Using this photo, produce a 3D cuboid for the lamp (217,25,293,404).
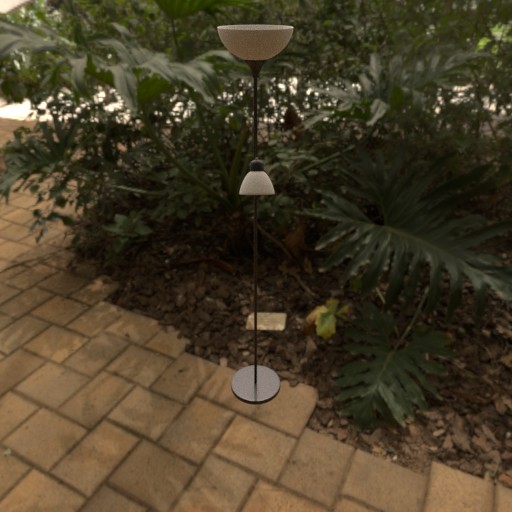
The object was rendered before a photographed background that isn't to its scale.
[{"bbox_3d":[0.000,0.000,1.973,0.279,1.804,0.442,-1,30,-1],"label":"lamp"}]
